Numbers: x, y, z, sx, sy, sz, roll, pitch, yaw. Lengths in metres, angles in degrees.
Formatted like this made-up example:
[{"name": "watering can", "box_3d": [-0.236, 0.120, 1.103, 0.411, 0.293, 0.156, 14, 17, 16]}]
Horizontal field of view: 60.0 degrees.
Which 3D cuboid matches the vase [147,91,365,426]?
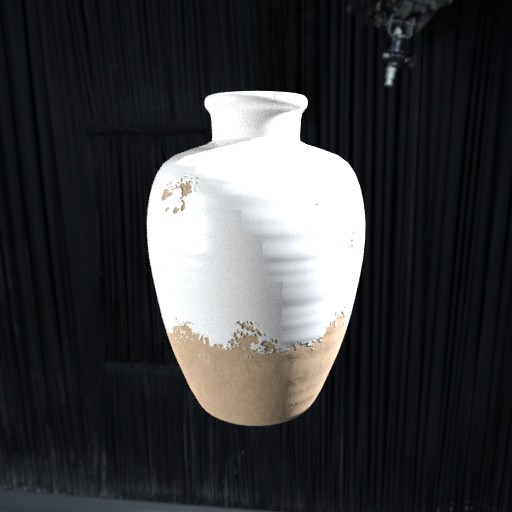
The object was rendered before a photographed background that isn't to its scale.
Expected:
[{"name": "vase", "box_3d": [0.000, 0.000, 0.336, 0.158, 0.228, 0.158, 0, 14, 0]}]
